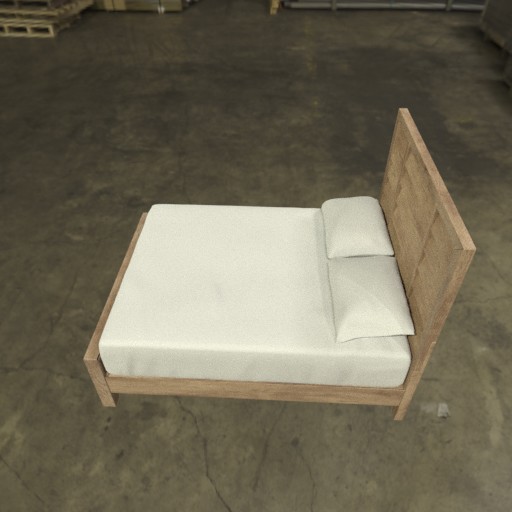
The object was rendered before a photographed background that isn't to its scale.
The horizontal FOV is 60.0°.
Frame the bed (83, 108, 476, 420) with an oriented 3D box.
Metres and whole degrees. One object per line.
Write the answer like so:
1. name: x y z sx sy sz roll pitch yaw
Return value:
1. bed: 0.000 0.000 3.299 2.197 1.626 1.626 2 42 2
